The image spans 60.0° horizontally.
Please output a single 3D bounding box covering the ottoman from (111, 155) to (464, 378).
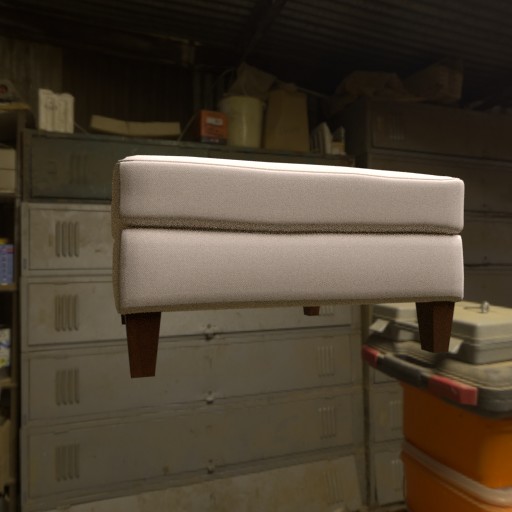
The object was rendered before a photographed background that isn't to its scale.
[{"bbox_3d":[0.000,0.000,1.350,0.838,0.479,0.838,0,0,-18],"label":"ottoman"}]
